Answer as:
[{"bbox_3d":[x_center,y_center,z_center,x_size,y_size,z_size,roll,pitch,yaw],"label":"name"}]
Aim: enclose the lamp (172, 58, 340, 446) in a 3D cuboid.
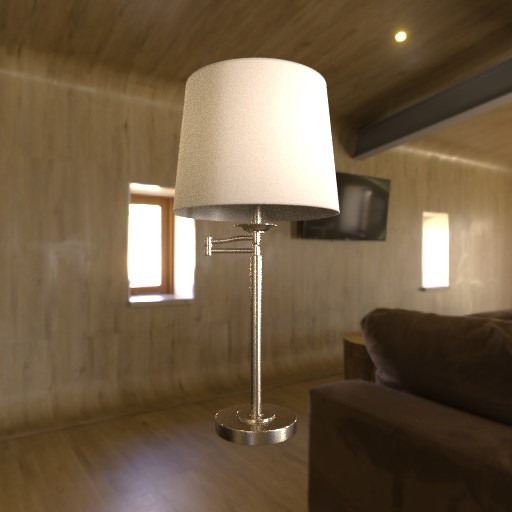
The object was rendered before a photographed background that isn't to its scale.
[{"bbox_3d":[0.000,0.000,0.895,0.333,0.696,0.333,0,-1,0],"label":"lamp"}]
